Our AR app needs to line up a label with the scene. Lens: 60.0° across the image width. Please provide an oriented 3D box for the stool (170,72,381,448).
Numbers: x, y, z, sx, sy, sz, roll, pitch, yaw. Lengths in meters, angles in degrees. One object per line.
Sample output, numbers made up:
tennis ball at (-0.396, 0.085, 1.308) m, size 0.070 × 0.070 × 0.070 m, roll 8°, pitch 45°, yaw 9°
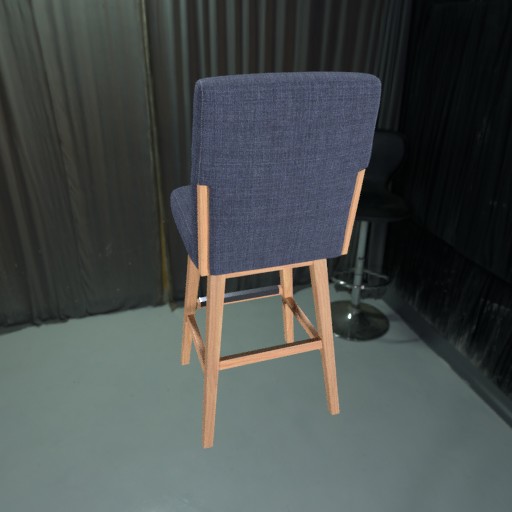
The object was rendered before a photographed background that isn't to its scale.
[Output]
stool at (0.000, 0.000, 1.405) m, size 0.483 × 1.112 × 0.570 m, roll -8°, pitch 28°, yaw -16°
